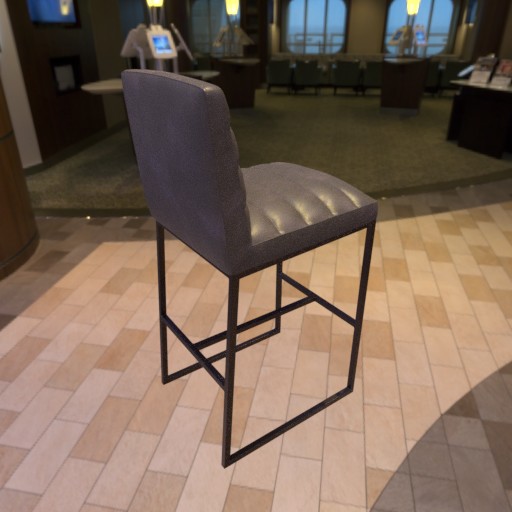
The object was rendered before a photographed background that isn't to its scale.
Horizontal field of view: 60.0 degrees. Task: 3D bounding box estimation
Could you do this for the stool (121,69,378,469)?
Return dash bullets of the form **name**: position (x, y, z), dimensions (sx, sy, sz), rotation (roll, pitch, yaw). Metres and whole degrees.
- **stool**: position (0.000, 0.000, 1.352), dimensions (0.562, 1.065, 0.463), rotation (-18, 32, -31)
